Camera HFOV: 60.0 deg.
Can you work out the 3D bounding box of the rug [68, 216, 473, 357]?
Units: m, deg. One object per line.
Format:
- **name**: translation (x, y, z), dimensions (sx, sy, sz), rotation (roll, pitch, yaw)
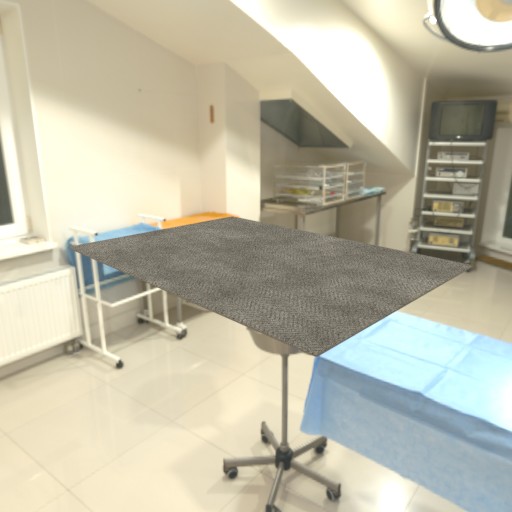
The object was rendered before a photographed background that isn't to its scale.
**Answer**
- **rug**: translation (0.000, 0.000, 2.974), dimensions (2.235, 0.008, 1.600), rotation (16, 22, 43)
